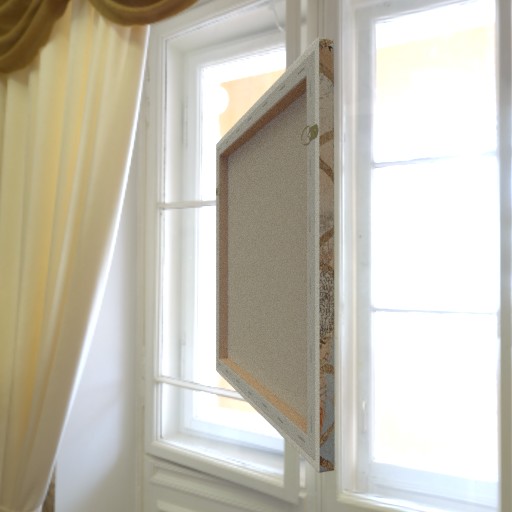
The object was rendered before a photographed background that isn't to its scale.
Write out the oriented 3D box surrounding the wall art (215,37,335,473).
[{"bbox_3d":[0.000,0.000,1.357,0.039,0.914,0.912,0,-1,-19],"label":"wall art"}]
